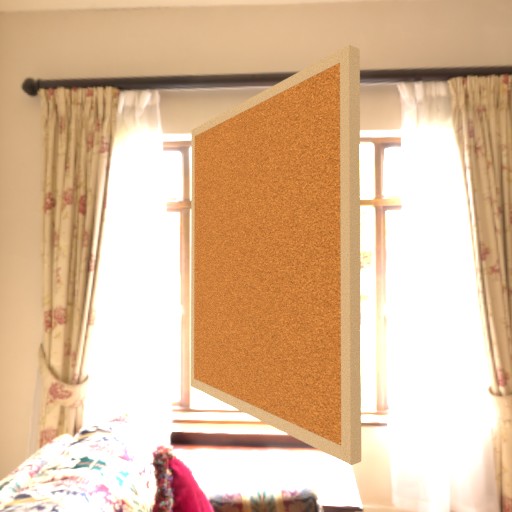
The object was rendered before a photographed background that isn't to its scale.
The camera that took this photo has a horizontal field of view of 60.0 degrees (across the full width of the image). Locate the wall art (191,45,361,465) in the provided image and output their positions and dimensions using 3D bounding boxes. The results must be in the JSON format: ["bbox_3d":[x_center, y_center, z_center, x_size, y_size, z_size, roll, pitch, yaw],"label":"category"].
[{"bbox_3d":[0.000,0.000,0.751,0.020,0.536,0.444,1,-1,-35],"label":"wall art"}]
